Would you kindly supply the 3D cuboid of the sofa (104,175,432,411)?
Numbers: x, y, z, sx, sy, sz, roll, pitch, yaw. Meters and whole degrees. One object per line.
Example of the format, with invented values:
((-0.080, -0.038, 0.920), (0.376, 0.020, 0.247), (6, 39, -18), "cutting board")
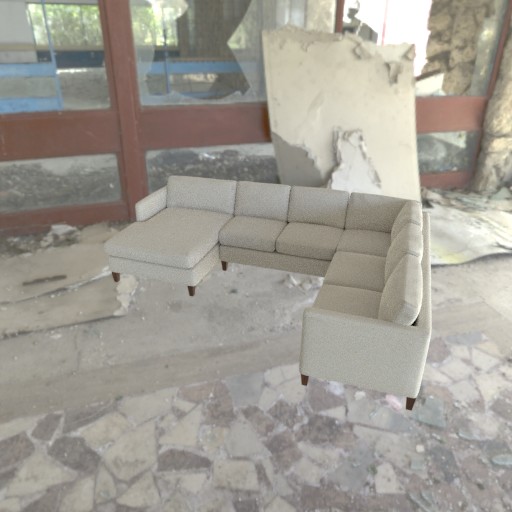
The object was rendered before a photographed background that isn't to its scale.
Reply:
((0.000, 0.000, 4.742), (3.459, 0.956, 2.593), (9, 28, 17), "sofa")
